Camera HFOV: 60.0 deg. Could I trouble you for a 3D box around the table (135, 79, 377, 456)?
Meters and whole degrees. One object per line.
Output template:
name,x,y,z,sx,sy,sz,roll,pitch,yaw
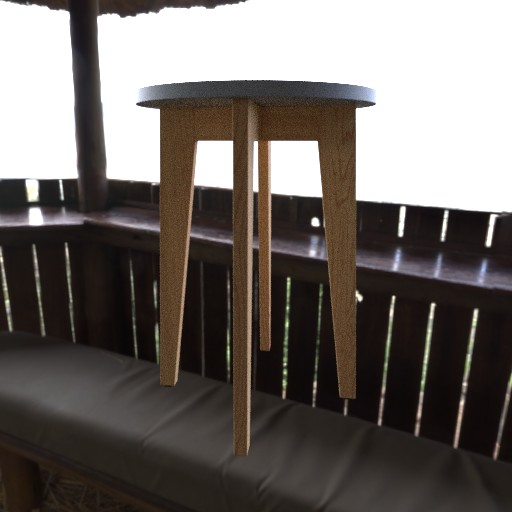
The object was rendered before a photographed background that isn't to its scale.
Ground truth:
table,0.000,0.000,0.725,0.350,0.500,0.350,0,15,0
